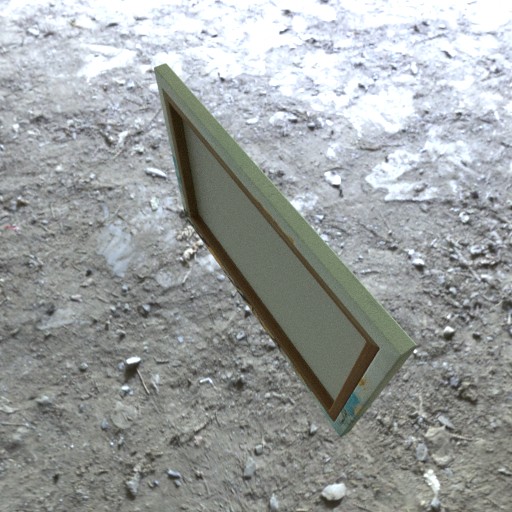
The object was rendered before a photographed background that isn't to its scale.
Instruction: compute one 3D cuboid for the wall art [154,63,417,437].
[{"bbox_3d":[0.000,0.000,1.174,0.038,0.609,0.913,-28,61,-17],"label":"wall art"}]
